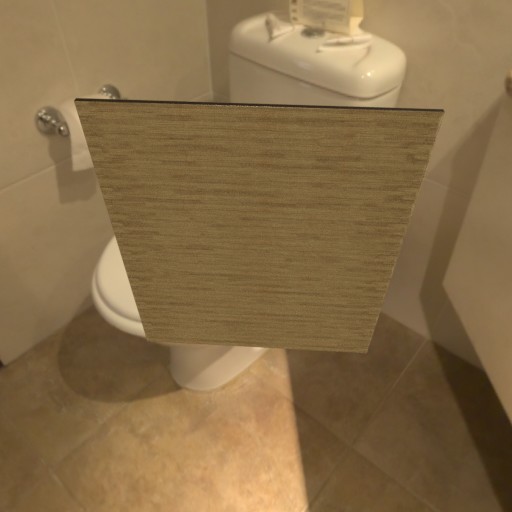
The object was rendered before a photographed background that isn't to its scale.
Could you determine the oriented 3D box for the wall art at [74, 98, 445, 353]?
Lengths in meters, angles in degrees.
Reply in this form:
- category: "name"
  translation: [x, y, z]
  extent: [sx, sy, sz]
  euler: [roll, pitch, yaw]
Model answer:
- category: "wall art"
  translation: [0.000, 0.000, 0.775]
  extent: [0.483, 0.559, 0.009]
  euler: [3, 45, 3]
